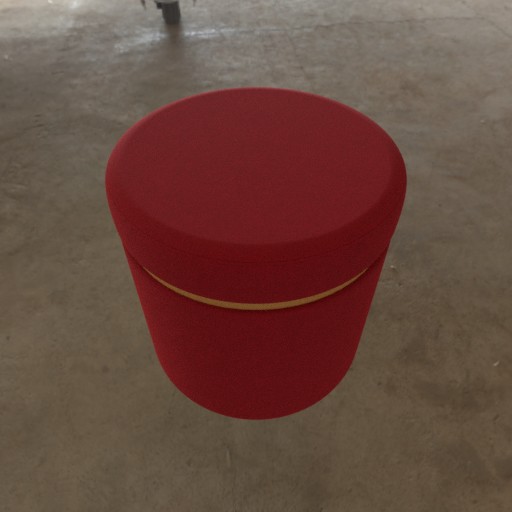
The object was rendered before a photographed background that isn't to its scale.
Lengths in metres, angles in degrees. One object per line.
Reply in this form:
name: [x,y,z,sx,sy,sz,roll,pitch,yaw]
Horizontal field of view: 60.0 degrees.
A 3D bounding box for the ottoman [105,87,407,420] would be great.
ottoman: [0.000,0.000,0.734,0.400,0.406,0.400,0,47,0]
